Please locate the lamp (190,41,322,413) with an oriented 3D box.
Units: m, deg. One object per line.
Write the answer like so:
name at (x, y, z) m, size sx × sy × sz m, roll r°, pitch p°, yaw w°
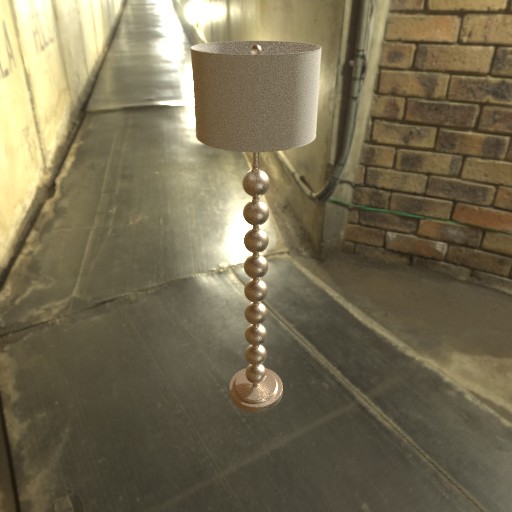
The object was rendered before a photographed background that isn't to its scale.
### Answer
lamp at (0.000, 0.000, 1.704) m, size 0.394 × 1.474 × 0.394 m, roll 11°, pitch 32°, yaw 17°
